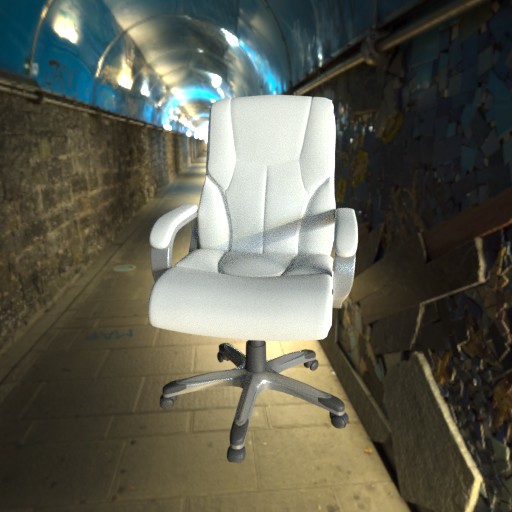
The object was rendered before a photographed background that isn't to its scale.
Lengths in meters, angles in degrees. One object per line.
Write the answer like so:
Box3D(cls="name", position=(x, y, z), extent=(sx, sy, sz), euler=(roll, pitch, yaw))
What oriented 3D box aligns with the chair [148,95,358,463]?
Box3D(cls="chair", position=(0.000, 0.000, 1.544), extent=(0.687, 1.120, 0.738), euler=(3, 15, 10))
